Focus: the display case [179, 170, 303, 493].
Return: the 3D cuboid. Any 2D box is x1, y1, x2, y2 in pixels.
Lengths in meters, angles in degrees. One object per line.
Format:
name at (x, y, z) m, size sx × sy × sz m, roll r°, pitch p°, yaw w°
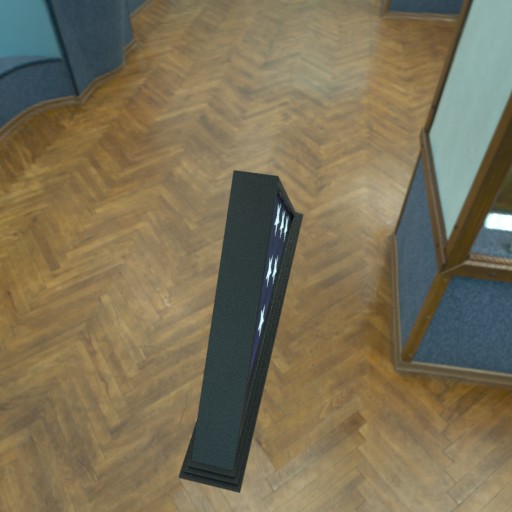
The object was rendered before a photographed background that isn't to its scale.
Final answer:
display case at (0.000, 0.000, 0.757) m, size 0.095 × 0.340 × 0.640 m, roll 9°, pitch 47°, yaw 9°
